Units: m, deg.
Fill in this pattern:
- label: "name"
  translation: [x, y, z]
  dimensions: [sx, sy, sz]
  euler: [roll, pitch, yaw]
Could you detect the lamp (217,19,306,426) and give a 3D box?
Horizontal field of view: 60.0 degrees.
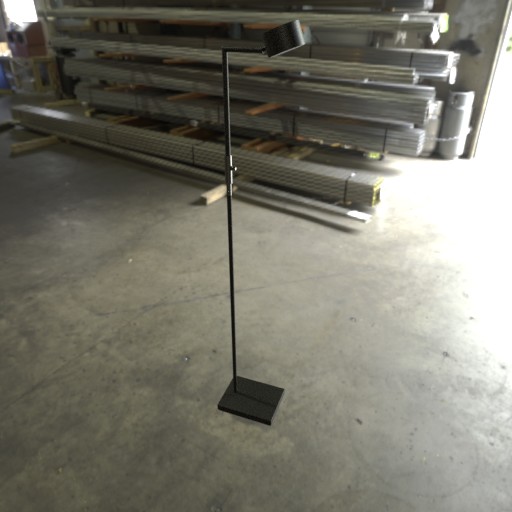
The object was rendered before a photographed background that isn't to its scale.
- label: "lamp"
  translation: [0.000, 0.000, 1.698]
  dimensions: [0.304, 1.600, 0.203]
  euler: [11, 31, 18]
